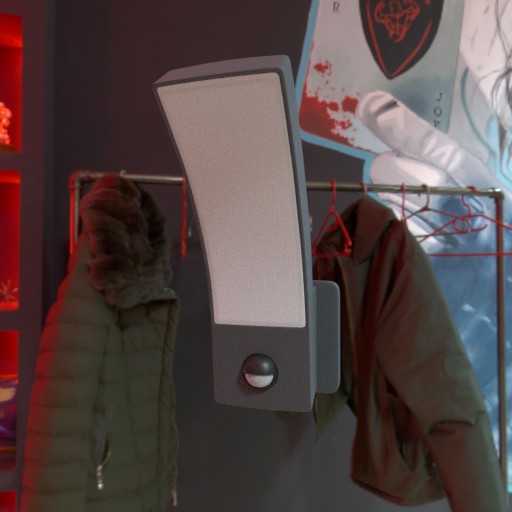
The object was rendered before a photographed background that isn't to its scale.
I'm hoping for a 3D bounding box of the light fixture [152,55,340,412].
[{"bbox_3d":[0.000,0.000,0.338,0.108,0.243,0.174,0,-1,17],"label":"light fixture"}]
